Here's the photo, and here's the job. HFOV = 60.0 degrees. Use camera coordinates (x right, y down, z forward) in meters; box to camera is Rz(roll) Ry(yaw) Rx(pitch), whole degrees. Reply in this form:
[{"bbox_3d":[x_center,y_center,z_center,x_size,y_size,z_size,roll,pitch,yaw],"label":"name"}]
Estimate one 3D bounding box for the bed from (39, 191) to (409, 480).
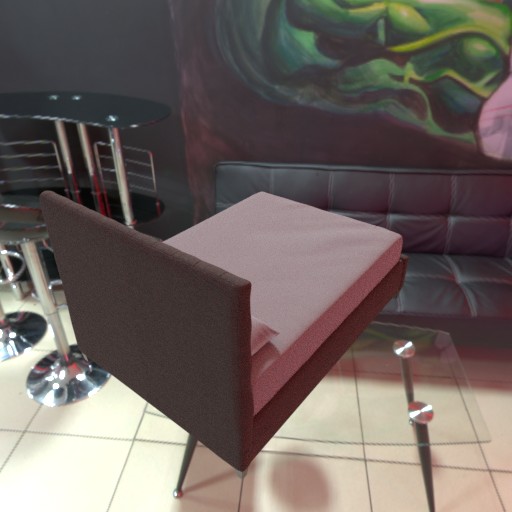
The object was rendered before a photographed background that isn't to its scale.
[{"bbox_3d":[0.000,0.000,3.510,1.698,1.427,2.387,22,38,32],"label":"bed"}]
